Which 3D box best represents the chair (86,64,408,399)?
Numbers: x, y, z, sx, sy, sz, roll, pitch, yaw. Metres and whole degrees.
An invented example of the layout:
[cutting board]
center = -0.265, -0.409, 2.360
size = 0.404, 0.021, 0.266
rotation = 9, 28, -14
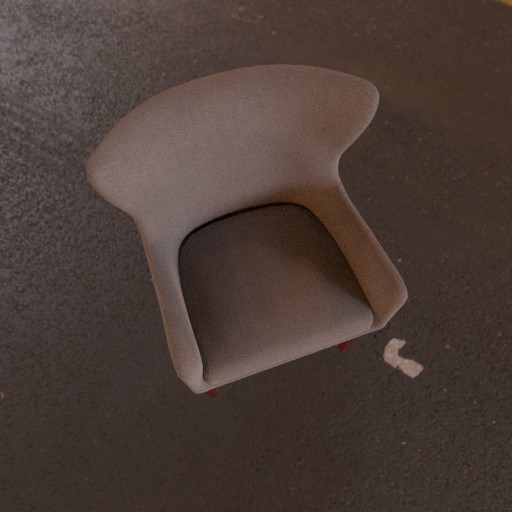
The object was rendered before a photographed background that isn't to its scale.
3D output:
[chair]
center = 0.000, 0.000, 1.416
size = 0.732, 0.948, 0.677
rotation = -18, 66, -8
